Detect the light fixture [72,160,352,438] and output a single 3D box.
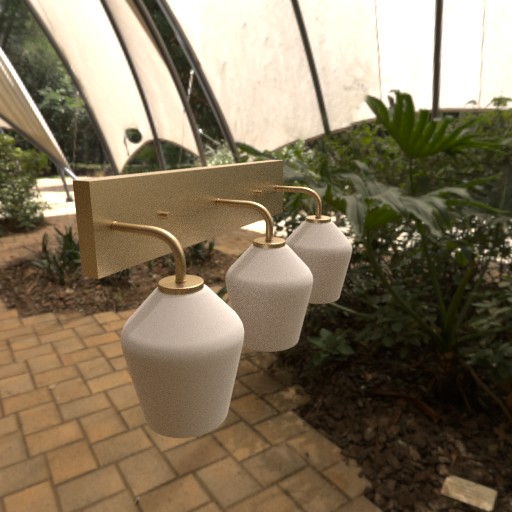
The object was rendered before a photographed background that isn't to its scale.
[{"bbox_3d":[0.000,0.000,0.721,0.190,0.280,0.609,7,17,26],"label":"light fixture"}]
